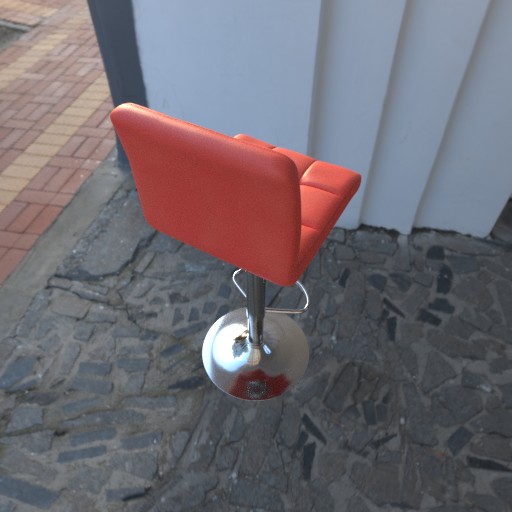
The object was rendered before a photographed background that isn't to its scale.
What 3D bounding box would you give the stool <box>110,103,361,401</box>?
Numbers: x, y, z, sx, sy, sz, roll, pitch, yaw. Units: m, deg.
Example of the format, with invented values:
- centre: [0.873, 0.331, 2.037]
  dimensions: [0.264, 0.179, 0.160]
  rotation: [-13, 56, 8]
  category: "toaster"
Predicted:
- centre: [0.000, 0.000, 1.359]
  dimensions: [0.430, 1.115, 0.505]
  rotation: [23, 52, 20]
  category: "stool"
